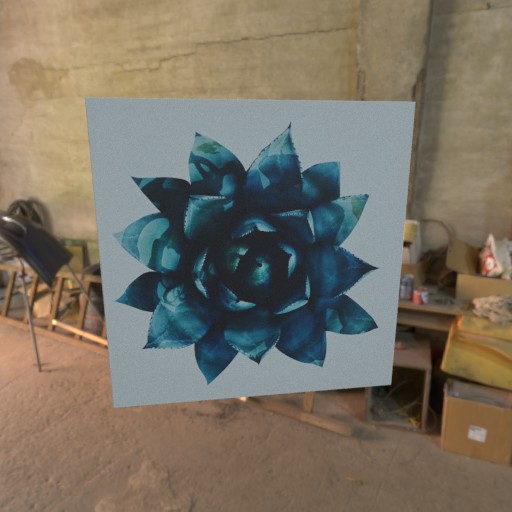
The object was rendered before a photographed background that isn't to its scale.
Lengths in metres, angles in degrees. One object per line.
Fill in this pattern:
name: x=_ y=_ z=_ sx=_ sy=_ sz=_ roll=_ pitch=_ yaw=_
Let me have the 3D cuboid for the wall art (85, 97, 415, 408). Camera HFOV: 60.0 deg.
wall art: x=0.000 y=0.000 z=0.461 sx=0.305 sy=0.305 sz=0.038 roll=-2 pitch=15 yaw=-8
